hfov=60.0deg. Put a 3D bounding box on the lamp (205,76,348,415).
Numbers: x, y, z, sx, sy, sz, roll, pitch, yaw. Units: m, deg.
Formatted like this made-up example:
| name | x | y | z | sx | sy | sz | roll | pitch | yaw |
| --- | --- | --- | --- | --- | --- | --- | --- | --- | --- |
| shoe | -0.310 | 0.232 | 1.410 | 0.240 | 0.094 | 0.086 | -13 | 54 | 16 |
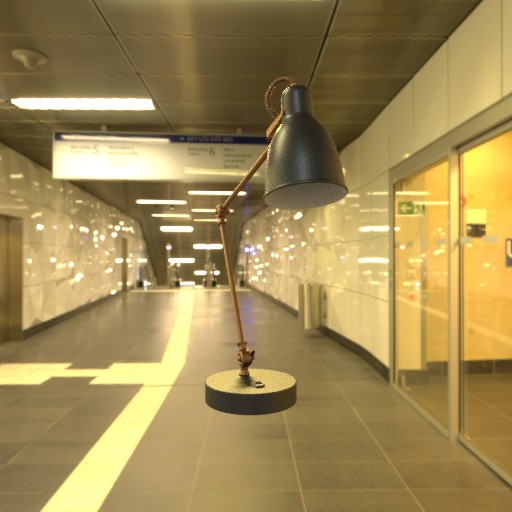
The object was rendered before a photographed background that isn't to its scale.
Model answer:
| name | x | y | z | sx | sy | sz | roll | pitch | yaw |
| --- | --- | --- | --- | --- | --- | --- | --- | --- | --- |
| lamp | 0.000 | 0.000 | 0.881 | 0.187 | 0.587 | 0.561 | 0 | 0 | -20 |
